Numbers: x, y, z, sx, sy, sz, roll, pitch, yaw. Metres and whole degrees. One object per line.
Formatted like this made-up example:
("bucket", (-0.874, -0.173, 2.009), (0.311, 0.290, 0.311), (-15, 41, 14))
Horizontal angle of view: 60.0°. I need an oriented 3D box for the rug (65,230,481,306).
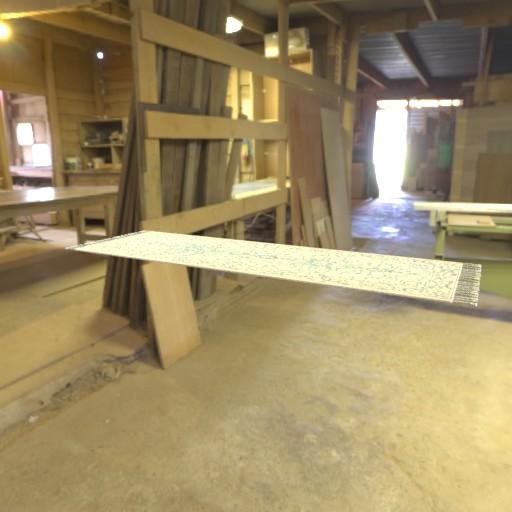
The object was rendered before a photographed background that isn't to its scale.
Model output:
("rug", (0.000, 0.000, 2.697), (2.449, 0.011, 0.774), (7, 15, 27))
